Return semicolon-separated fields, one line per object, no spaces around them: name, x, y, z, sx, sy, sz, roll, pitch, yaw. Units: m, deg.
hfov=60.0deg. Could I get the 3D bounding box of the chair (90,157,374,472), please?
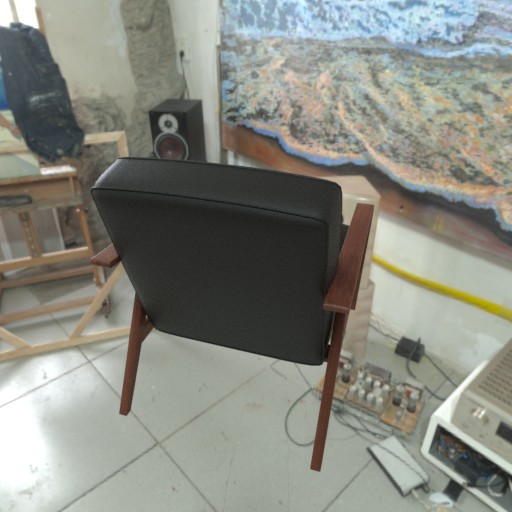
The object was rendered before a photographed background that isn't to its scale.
chair;0.000;0.000;1.539;0.719;0.861;0.889;10;33;15
